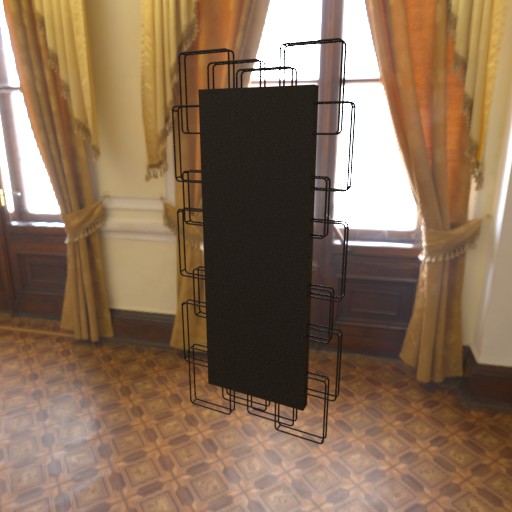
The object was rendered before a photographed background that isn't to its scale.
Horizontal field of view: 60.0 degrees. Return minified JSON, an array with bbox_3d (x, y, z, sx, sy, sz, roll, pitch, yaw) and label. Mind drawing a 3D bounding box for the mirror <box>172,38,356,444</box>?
[{"bbox_3d":[0.000,0.000,1.377,0.565,1.192,0.037,8,18,25],"label":"mirror"}]
